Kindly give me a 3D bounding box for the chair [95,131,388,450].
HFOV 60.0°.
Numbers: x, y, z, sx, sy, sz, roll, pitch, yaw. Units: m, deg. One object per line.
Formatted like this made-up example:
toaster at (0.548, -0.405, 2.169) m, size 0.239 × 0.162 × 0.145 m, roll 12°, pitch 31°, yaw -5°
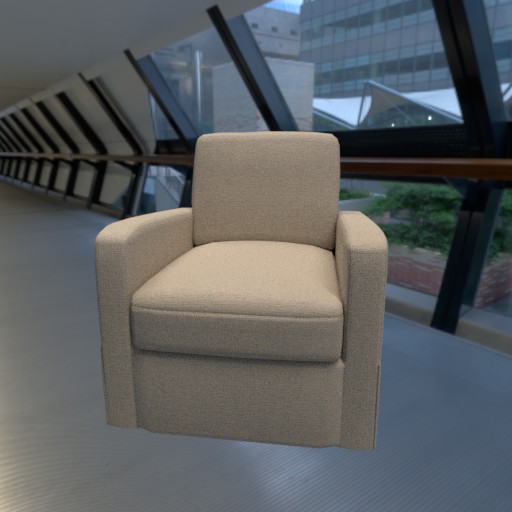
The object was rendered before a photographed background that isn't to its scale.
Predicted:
chair at (0.000, 0.000, 1.503) m, size 0.755 × 0.827 × 0.888 m, roll 2°, pitch 14°, yaw 8°
